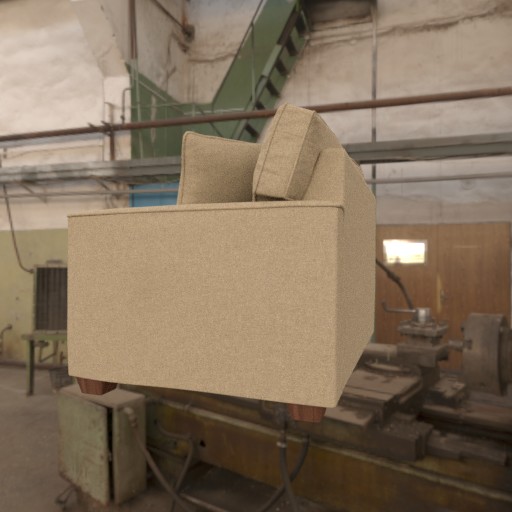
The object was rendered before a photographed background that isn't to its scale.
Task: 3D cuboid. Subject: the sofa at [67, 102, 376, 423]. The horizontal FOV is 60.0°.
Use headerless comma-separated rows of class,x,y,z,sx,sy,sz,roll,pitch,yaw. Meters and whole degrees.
sofa,0.000,0.000,2.063,0.991,0.989,1.388,0,0,20
